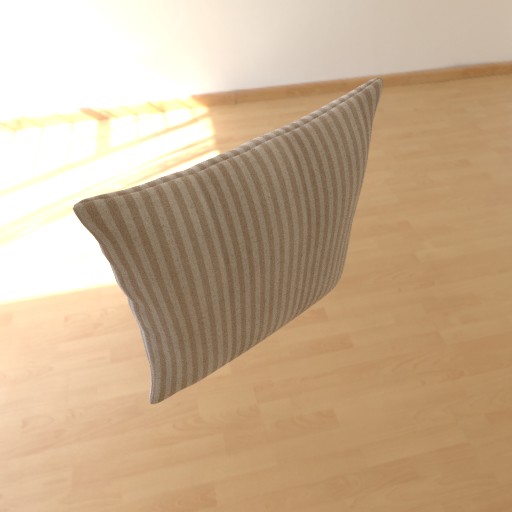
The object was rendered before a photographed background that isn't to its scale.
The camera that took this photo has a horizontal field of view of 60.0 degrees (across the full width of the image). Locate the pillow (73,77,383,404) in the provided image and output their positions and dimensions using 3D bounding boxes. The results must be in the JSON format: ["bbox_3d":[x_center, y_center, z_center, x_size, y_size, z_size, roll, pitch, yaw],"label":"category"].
[{"bbox_3d":[0.000,0.000,0.787,0.523,0.510,0.166,-30,53,-25],"label":"pillow"}]
